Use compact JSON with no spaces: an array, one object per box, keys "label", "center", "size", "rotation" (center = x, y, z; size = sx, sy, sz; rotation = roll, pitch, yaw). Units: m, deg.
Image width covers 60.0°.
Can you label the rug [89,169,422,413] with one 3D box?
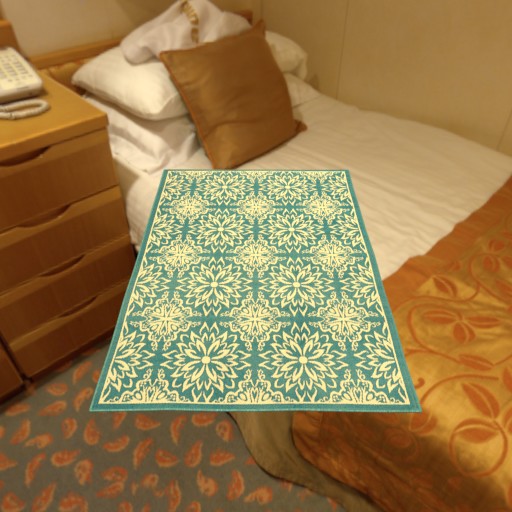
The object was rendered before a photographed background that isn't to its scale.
[{"label":"rug","center":[0.000,0.000,2.891],"size":[1.554,0.012,2.205],"rotation":[0,41,0]}]
